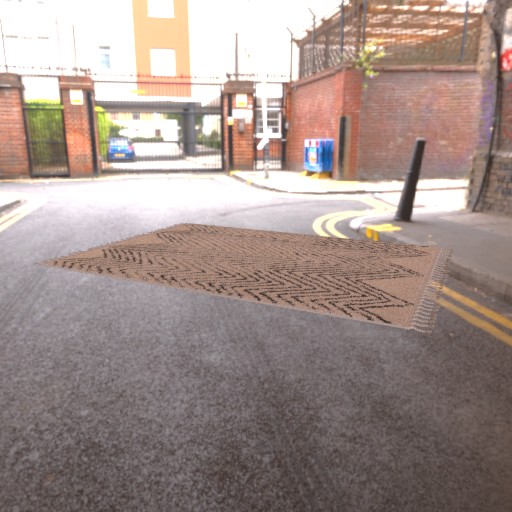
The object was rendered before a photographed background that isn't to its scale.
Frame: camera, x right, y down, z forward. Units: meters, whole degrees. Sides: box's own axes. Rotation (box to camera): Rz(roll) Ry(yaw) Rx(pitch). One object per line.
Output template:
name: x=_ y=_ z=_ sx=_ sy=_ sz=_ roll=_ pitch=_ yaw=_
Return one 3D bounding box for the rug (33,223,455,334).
rug: x=0.000 y=0.000 z=2.301 sx=1.847 sy=0.014 sz=1.230 roll=7 pitch=16 yaw=25
